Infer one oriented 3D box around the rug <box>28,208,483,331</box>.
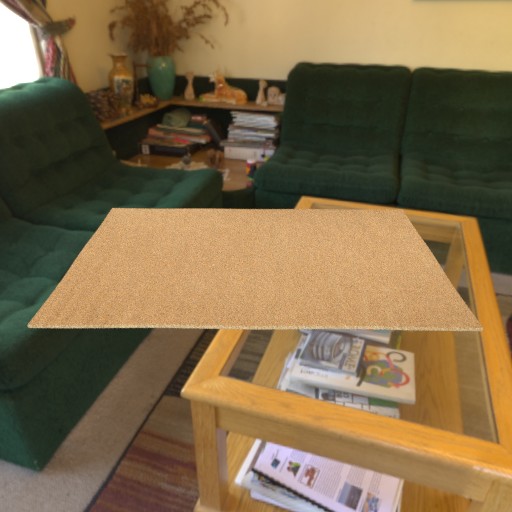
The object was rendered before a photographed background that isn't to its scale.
[{"bbox_3d":[0.000,0.000,2.934,2.346,0.025,1.500,0,30,1],"label":"rug"}]
